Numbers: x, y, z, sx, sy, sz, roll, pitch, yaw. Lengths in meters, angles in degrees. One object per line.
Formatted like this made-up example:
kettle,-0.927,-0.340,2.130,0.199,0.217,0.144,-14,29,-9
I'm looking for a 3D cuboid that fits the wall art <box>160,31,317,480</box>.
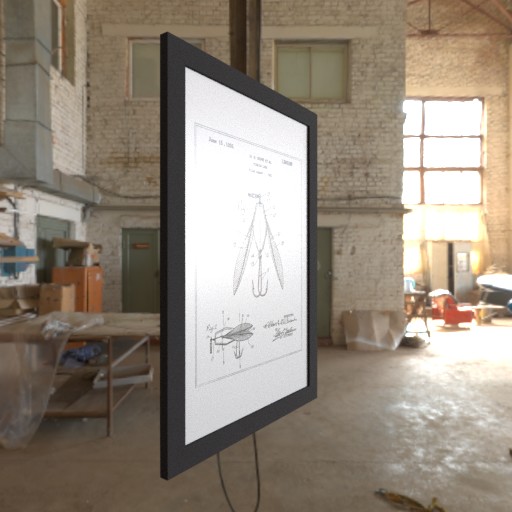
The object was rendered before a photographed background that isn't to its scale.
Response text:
wall art,0.000,0.000,0.685,0.013,0.534,0.380,0,0,36
